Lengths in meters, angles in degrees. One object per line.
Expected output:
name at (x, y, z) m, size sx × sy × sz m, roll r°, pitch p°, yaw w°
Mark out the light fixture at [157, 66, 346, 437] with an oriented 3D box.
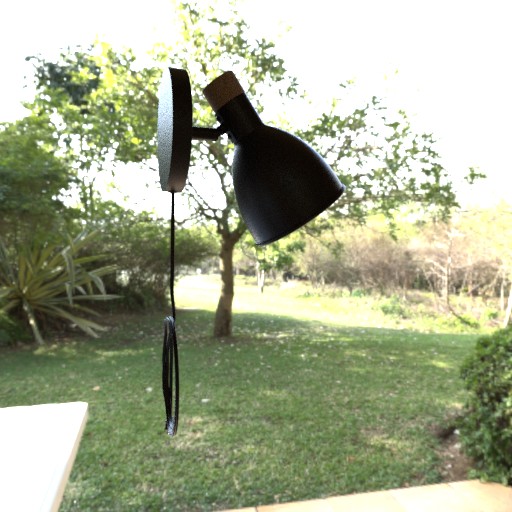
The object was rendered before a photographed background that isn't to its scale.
light fixture at (0.000, 0.000, 0.493) m, size 0.203 × 0.401 × 0.127 m, roll 0°, pitch 0°, yaw -19°
